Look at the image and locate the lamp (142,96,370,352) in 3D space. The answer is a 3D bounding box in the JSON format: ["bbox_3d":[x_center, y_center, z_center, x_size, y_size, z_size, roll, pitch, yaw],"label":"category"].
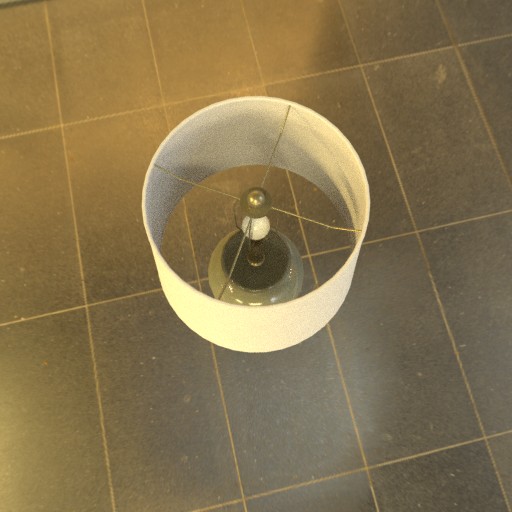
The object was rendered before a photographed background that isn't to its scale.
[{"bbox_3d":[0.000,0.000,0.558,0.239,0.399,0.239,0,76,0],"label":"lamp"}]
